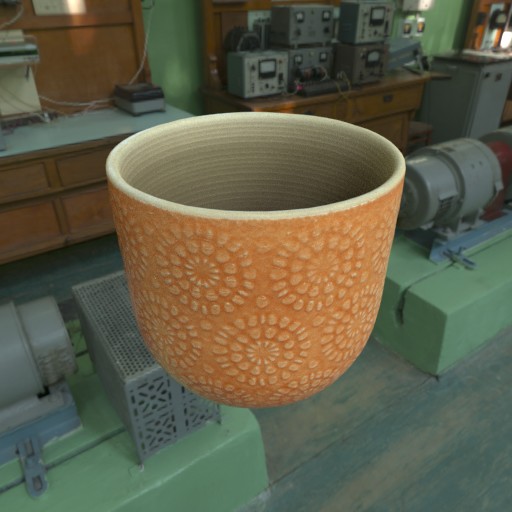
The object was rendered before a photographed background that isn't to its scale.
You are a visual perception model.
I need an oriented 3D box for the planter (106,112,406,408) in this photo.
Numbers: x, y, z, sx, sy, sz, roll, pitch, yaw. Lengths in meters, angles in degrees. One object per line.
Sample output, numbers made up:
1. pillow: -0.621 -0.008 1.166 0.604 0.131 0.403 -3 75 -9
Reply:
1. planter: 0.000 0.000 0.292 0.170 0.152 0.170 0 32 0
